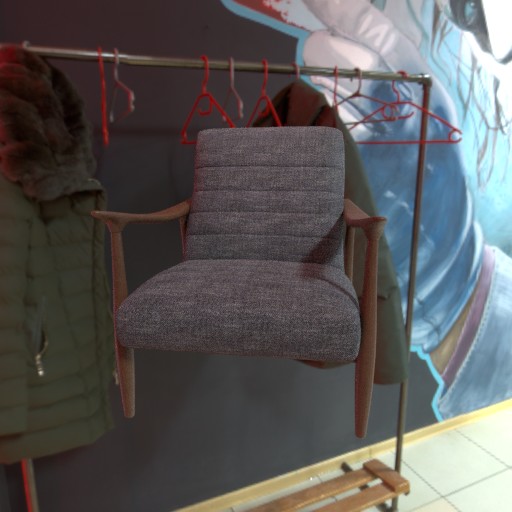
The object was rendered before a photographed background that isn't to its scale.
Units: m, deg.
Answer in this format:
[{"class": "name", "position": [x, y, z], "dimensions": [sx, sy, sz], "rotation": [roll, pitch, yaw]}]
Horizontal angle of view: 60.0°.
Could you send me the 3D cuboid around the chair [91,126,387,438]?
[{"class": "chair", "position": [0.000, 0.000, 1.428], "dimensions": [0.741, 0.832, 0.798], "rotation": [2, 14, 8]}]
